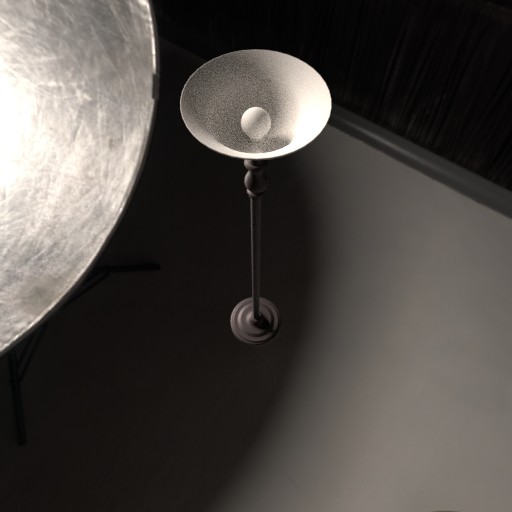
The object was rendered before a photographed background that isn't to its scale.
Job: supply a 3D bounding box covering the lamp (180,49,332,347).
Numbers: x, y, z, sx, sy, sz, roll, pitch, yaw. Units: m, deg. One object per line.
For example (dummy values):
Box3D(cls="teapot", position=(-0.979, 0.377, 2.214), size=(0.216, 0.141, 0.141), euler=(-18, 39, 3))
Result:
Box3D(cls="lamp", position=(0.000, 0.000, 1.984), size=(0.405, 1.797, 0.405), euler=(32, 67, 16))
